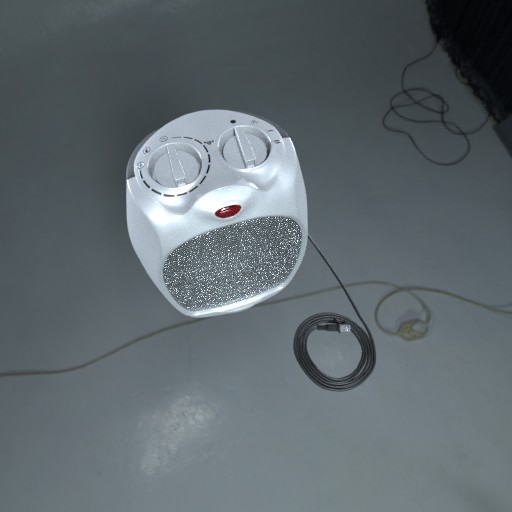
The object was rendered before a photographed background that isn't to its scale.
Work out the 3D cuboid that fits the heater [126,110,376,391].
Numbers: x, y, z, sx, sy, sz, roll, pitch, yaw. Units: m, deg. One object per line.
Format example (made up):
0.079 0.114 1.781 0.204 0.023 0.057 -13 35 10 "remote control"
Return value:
0.000 0.000 0.466 0.239 0.240 0.291 -17 65 -8 "heater"
